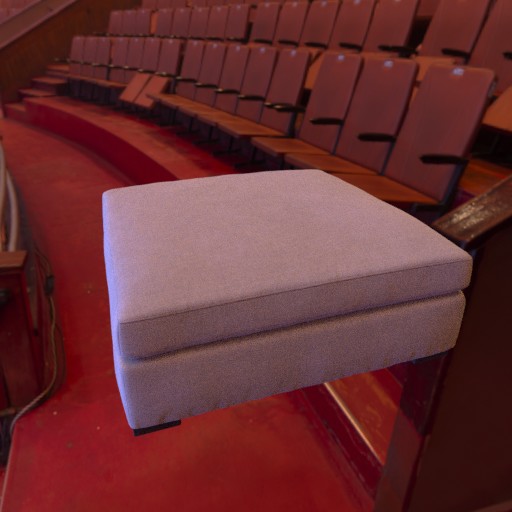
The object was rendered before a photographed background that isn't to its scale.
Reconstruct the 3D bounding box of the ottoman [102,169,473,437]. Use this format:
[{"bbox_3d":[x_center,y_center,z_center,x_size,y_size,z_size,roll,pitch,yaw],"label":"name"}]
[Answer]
[{"bbox_3d":[0.000,0.000,1.841,1.203,0.517,1.171,-9,28,-17],"label":"ottoman"}]
